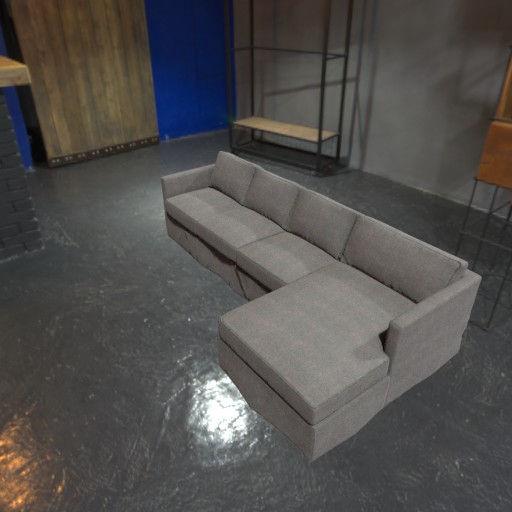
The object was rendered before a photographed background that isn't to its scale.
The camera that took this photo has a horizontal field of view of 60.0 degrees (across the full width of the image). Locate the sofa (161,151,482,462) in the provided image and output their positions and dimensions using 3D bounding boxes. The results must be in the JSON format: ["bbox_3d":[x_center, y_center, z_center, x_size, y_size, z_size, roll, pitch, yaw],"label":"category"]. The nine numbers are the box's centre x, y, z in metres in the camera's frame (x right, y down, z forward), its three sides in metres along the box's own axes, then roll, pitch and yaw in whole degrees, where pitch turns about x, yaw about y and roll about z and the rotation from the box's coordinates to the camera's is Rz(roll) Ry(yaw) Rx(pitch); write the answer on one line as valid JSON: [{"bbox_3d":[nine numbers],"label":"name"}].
[{"bbox_3d":[0.000,0.000,3.921,1.650,0.922,3.205,-21,37,-31],"label":"sofa"}]
